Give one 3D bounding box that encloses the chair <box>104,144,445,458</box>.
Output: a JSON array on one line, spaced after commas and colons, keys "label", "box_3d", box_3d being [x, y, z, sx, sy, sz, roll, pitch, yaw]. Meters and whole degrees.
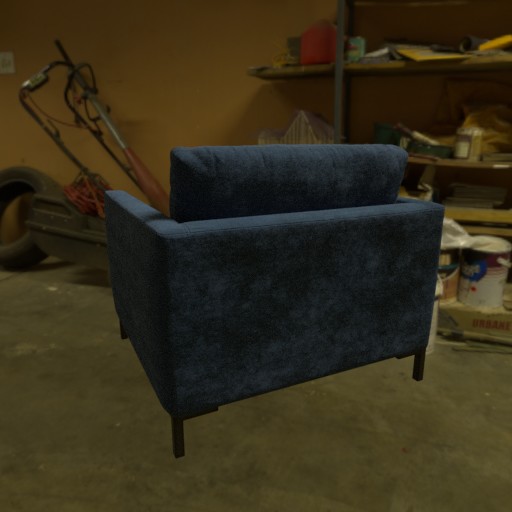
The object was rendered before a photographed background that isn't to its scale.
[{"label": "chair", "box_3d": [0.000, 0.000, 1.640, 0.964, 0.812, 0.875, -7, 17, -25]}]
